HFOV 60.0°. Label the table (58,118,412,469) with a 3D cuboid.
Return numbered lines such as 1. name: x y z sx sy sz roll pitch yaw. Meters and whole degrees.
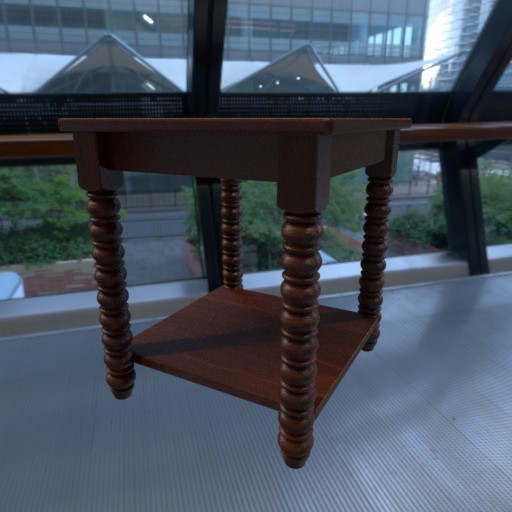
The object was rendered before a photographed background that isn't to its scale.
1. table: 0.000 0.000 0.957 0.500 0.567 0.533 9 19 27
